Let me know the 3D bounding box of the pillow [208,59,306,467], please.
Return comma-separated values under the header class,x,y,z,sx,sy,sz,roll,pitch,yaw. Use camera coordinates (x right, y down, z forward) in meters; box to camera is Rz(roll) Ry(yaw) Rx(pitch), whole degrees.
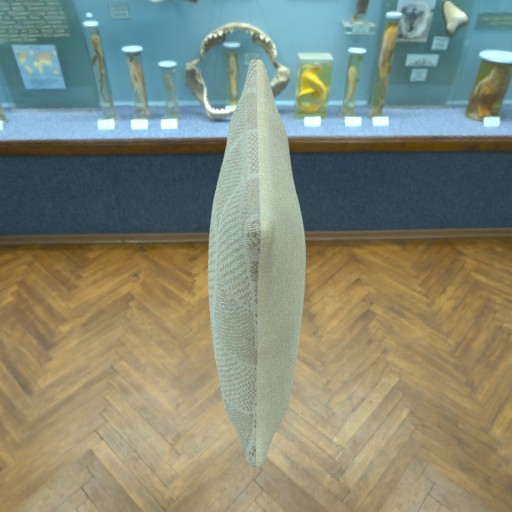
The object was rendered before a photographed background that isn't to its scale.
class,x,y,z,sx,sy,sz,roll,pitch,yaw
pillow,0.000,0.000,0.657,0.138,0.432,0.436,0,40,0
